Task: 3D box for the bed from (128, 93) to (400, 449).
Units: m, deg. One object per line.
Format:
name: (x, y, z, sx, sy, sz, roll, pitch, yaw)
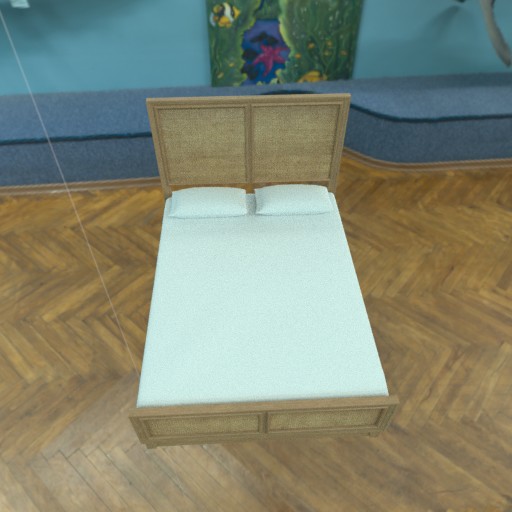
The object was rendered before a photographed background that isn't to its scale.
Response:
bed: (0.000, 0.000, 3.244, 1.606, 1.387, 2.184, -2, 46, -2)
